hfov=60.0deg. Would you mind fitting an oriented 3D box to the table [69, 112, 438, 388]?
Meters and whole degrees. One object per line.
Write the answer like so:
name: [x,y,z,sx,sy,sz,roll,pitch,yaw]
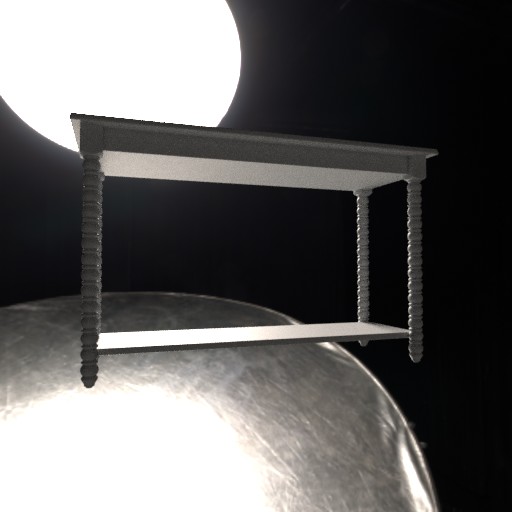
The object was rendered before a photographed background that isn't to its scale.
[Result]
table: [0.000,0.000,1.554,1.184,0.740,0.459,1,-2,-18]
